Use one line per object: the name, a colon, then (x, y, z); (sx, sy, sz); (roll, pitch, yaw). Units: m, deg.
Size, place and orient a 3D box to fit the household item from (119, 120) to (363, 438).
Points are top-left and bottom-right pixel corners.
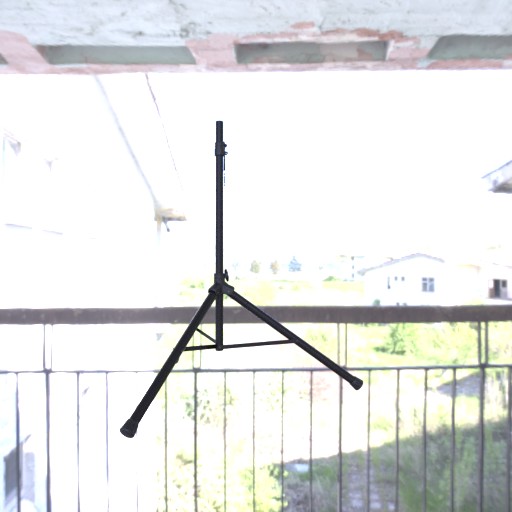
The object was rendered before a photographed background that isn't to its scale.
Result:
household item: (0.000, 0.000, 1.872); (0.907, 1.136, 1.045); (0, -1, -1)
